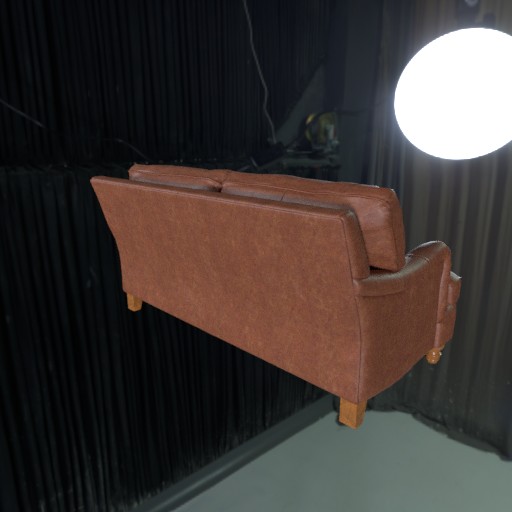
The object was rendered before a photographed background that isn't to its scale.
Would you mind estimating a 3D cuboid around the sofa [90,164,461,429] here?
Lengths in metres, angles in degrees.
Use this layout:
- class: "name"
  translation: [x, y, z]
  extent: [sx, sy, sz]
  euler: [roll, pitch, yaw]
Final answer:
- class: "sofa"
  translation: [0.000, 0.000, 2.771]
  extent: [1.147, 1.071, 2.144]
  euler: [-15, 21, -43]
